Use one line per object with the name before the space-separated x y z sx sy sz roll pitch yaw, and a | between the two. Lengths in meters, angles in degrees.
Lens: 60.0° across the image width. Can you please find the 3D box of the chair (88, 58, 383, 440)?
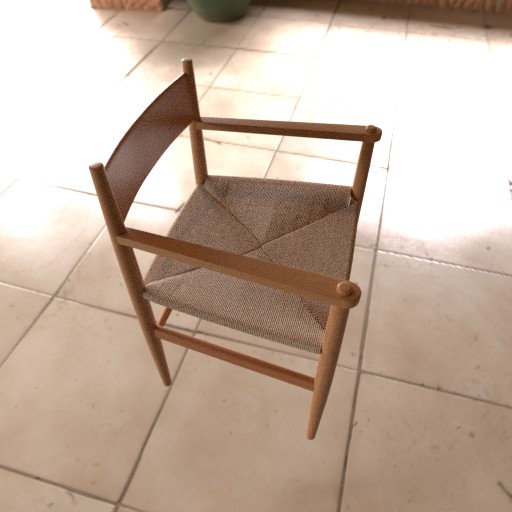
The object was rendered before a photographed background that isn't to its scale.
chair | 0.000 0.000 1.118 0.495 0.762 0.556 11 48 10
